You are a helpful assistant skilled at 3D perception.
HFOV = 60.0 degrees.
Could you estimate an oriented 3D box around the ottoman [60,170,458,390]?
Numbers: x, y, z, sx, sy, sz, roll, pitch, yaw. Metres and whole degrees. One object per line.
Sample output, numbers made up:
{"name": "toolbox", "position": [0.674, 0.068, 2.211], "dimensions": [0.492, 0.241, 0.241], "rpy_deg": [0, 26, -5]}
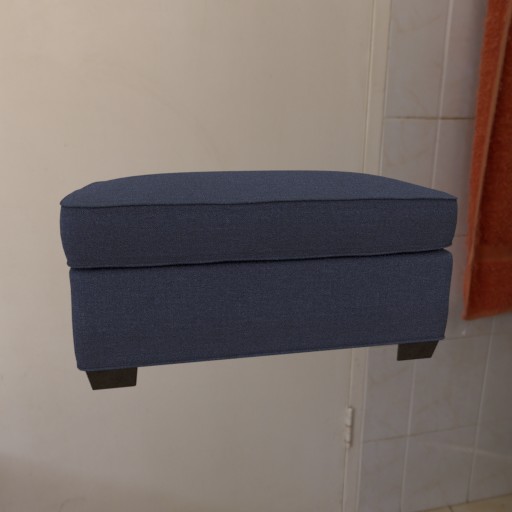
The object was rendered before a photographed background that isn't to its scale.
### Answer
{"name": "ottoman", "position": [0.000, 0.000, 1.205], "dimensions": [0.895, 0.453, 0.505], "rpy_deg": [-3, 15, -10]}
